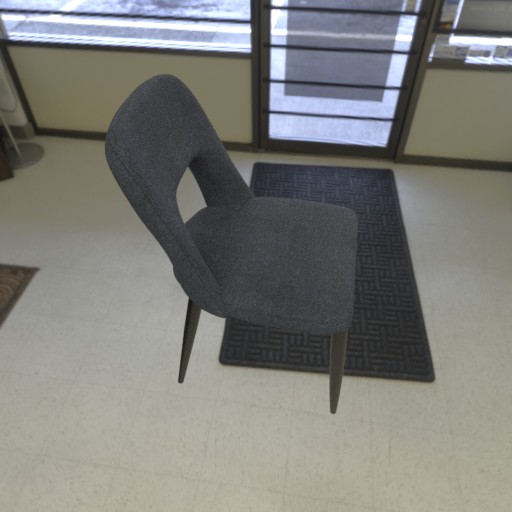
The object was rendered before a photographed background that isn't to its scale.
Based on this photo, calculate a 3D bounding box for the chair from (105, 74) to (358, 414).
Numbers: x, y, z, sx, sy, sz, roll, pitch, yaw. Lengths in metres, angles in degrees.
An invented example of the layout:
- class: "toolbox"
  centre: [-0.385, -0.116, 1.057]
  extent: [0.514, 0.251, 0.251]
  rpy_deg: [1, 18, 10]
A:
- class: "chair"
  centre: [0.000, 0.000, 1.296]
  extent: [0.612, 0.931, 0.470]
  rpy_deg: [8, 46, 8]
